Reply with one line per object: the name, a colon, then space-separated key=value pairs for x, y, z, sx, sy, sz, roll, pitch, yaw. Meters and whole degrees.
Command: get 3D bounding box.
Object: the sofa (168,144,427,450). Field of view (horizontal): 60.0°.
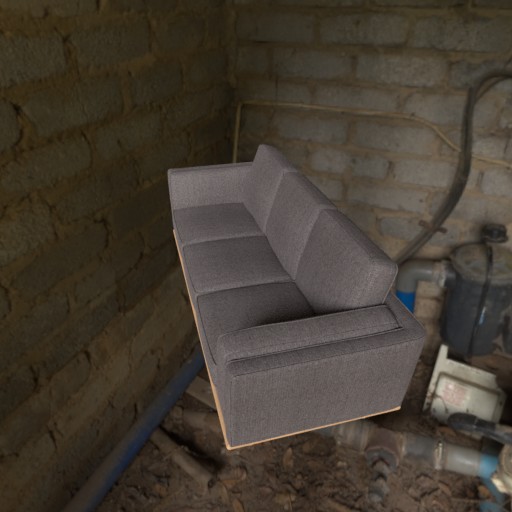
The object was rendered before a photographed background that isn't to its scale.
sofa: x=0.000 y=0.000 z=2.828 sx=0.903 sy=0.899 sz=2.362 roll=-8 pitch=32 yaw=-13
